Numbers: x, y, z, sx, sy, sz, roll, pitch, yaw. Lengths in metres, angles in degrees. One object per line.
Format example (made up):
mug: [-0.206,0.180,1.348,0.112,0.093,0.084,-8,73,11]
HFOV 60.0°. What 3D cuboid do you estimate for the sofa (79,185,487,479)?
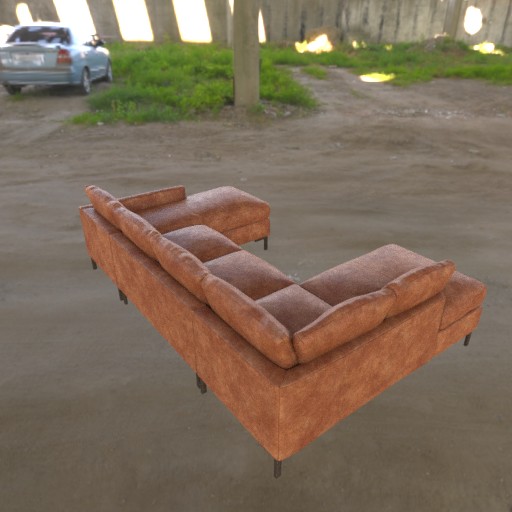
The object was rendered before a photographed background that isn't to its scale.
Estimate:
sofa: [0.000,0.000,3.694,1.939,0.900,2.956,-19,34,-32]
